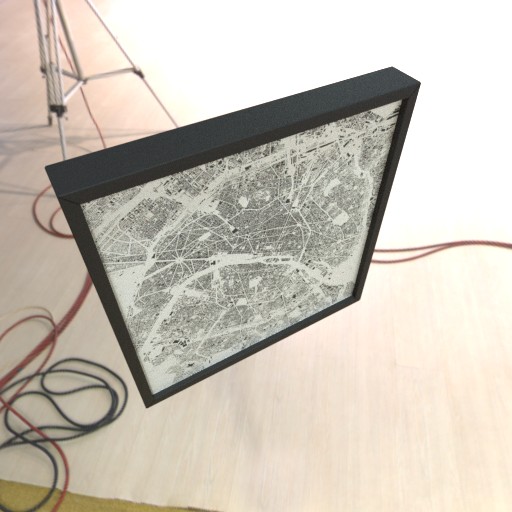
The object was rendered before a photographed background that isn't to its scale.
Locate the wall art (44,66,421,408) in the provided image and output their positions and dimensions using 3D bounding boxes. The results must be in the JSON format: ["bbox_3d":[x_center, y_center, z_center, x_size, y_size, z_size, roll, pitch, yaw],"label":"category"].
[{"bbox_3d":[0.000,0.000,0.447,0.305,0.305,0.037,-23,51,-20],"label":"wall art"}]
